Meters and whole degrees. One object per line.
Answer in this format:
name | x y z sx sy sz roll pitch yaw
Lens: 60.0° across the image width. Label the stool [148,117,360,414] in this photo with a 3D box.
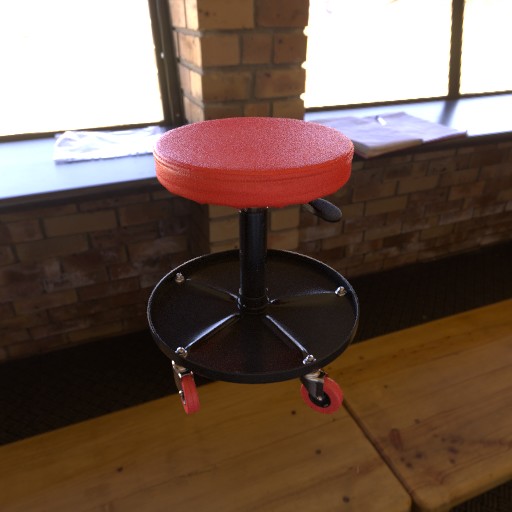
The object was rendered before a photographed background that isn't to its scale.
stool | 0.000 0.000 0.692 0.382 0.365 0.381 20 36 31
